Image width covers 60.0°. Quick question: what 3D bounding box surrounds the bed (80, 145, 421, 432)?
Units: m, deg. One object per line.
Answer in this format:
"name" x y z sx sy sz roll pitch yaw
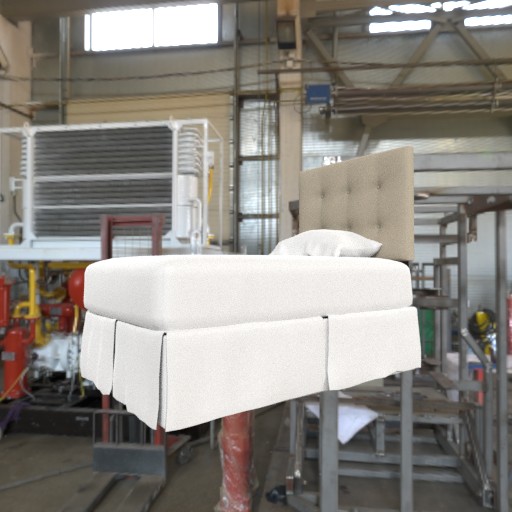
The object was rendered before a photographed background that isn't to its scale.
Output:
"bed" 0.000 0.000 2.987 1.997 1.571 1.261 1 -1 -37
